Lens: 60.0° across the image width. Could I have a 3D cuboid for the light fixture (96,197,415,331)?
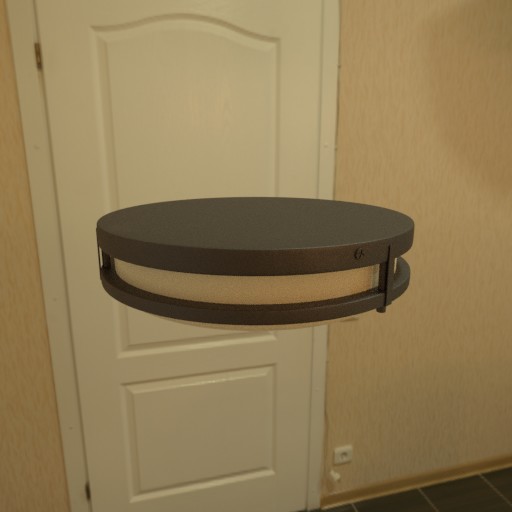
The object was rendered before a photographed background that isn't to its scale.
[{"bbox_3d":[0.000,0.000,0.534,0.356,0.102,0.356,0,14,0],"label":"light fixture"}]
